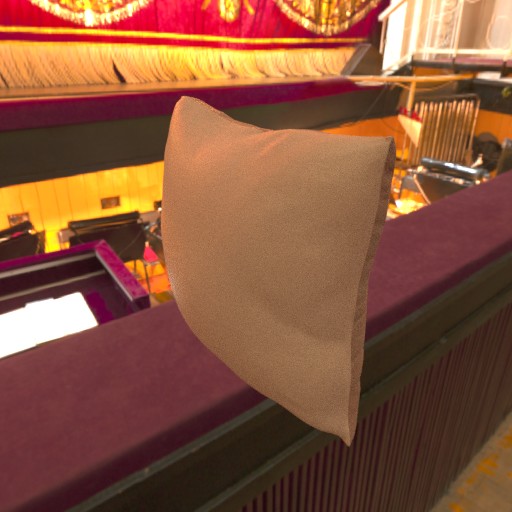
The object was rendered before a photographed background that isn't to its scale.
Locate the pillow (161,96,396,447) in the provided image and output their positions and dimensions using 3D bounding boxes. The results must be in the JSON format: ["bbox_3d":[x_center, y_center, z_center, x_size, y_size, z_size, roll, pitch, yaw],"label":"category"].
[{"bbox_3d":[0.000,0.000,0.710,0.245,0.448,0.450,-18,31,-32],"label":"pillow"}]
